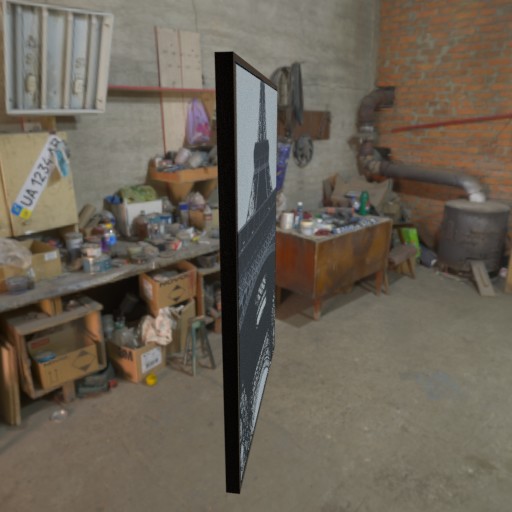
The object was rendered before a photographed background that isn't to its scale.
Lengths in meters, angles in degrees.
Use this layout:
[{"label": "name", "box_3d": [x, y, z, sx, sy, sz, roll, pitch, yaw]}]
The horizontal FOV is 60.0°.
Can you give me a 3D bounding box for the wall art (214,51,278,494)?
[{"label": "wall art", "box_3d": [0.000, 0.000, 1.392, 0.040, 1.062, 0.805, 3, 17, 8]}]
